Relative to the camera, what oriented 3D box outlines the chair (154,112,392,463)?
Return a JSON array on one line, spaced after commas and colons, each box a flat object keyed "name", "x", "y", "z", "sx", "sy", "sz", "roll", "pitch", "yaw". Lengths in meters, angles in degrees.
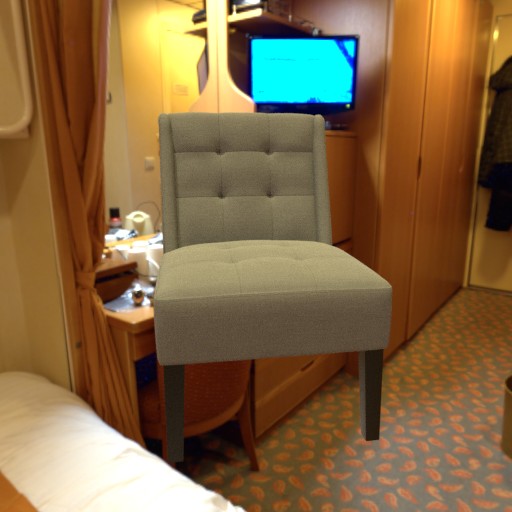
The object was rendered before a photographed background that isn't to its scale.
[{"name": "chair", "x": 0.000, "y": 0.000, "z": 1.315, "sx": 0.569, "sy": 0.853, "sz": 0.676, "roll": -2, "pitch": 14, "yaw": -9}]
